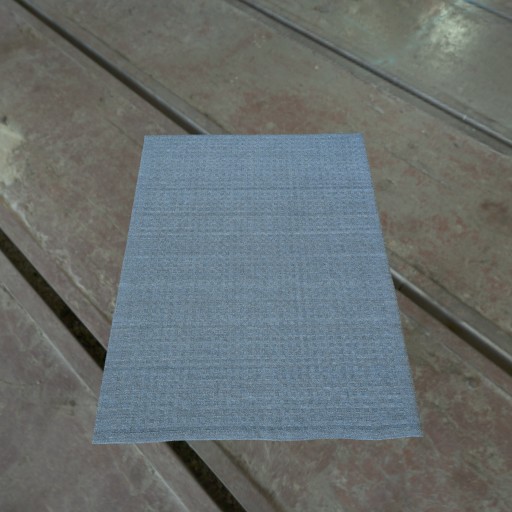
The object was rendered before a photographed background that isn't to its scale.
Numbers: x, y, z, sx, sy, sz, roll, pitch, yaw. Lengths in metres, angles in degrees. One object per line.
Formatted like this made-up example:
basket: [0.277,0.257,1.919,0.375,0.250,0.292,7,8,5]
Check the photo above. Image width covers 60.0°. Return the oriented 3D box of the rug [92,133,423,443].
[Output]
rug: [0.000,0.000,4.093,2.443,0.007,3.200,-1,58,0]
